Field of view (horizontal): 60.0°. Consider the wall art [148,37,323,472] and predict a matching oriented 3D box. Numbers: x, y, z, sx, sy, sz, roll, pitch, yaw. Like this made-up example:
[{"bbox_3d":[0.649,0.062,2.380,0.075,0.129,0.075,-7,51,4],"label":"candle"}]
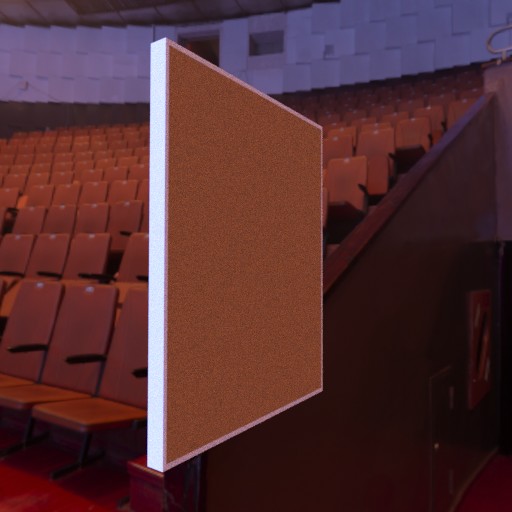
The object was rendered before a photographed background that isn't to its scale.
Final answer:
[{"bbox_3d":[0.000,0.000,0.748,0.030,0.549,0.443,-1,-2,35],"label":"wall art"}]
